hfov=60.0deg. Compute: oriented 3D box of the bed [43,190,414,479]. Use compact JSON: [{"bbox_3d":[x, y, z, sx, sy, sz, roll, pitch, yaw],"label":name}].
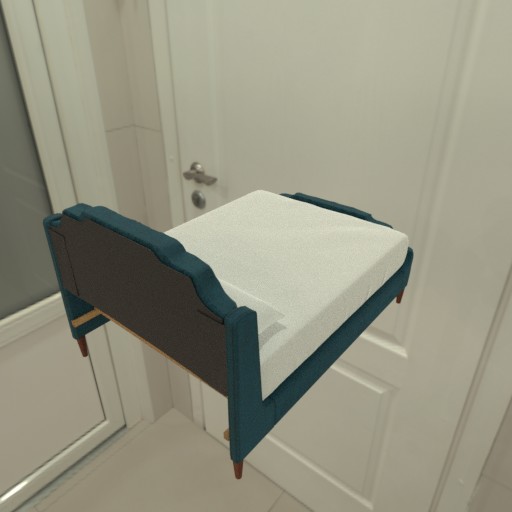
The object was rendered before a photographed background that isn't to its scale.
[{"bbox_3d":[0.000,0.000,3.391,1.676,1.351,2.322,22,37,33],"label":"bed"}]
